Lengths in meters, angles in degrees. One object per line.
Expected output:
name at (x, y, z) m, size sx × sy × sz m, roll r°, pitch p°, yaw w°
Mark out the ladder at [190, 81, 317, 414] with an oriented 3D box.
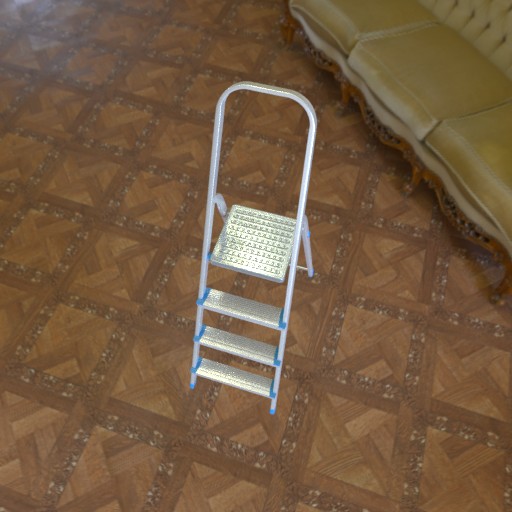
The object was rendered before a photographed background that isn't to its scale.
ladder at (0.000, 0.000, 1.800) m, size 0.445 × 1.434 × 0.842 m, roll 15°, pitch 59°, yaw 9°
